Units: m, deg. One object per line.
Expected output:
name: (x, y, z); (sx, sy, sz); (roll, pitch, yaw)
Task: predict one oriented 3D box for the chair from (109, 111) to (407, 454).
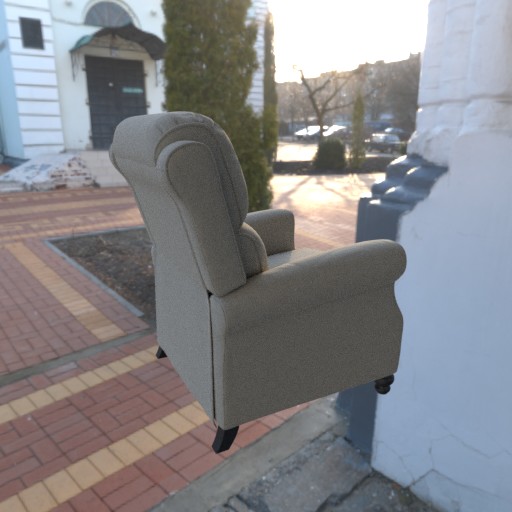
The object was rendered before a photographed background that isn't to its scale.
chair: (0.000, 0.000, 1.728); (0.919, 1.046, 0.859); (-8, 18, -26)
